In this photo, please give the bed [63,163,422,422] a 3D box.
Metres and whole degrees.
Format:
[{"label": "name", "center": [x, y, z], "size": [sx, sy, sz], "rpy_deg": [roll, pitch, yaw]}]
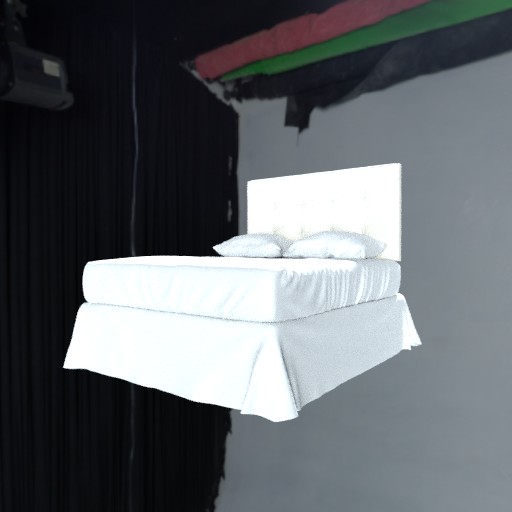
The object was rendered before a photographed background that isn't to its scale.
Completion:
[{"label": "bed", "center": [0.000, 0.000, 3.463], "size": [1.936, 1.577, 2.222], "rpy_deg": [0, 1, 36]}]
